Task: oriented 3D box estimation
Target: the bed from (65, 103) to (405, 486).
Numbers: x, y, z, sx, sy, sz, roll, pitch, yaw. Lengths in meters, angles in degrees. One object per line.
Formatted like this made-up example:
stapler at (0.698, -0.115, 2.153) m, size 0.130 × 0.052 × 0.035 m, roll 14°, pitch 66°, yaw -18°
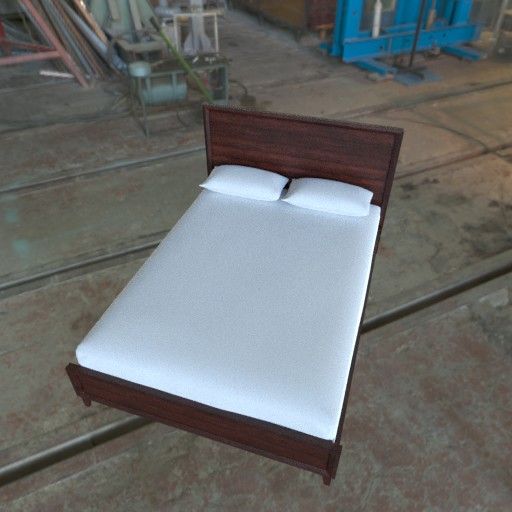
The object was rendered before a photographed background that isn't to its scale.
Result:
bed at (0.000, 0.000, 3.879) m, size 2.040 × 1.492 × 2.803 m, roll 12°, pitch 41°, yaw 14°
